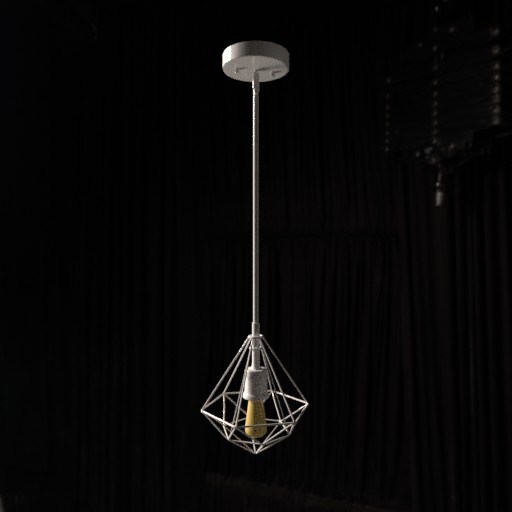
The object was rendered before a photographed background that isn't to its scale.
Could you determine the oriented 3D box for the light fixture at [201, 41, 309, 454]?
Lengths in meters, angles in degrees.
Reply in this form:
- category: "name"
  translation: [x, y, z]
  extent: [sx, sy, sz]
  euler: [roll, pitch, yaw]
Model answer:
- category: "light fixture"
  translation: [0.000, 0.000, 1.970]
  extent: [0.431, 1.764, 0.487]
  euler: [0, 1, 20]
